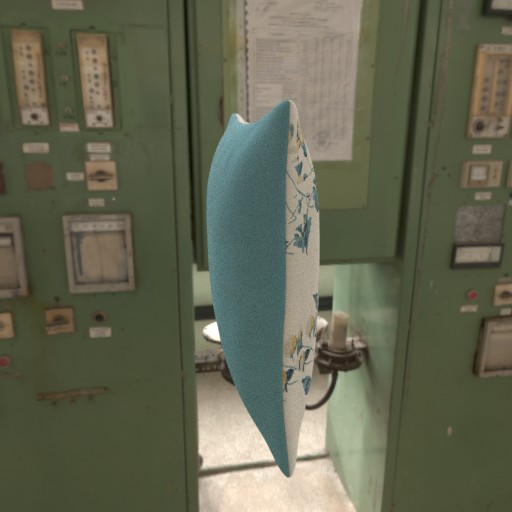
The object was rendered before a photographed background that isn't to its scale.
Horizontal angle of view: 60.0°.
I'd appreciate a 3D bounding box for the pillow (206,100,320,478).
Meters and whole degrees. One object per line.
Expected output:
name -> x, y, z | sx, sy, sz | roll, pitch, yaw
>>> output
pillow -> 0.000, 0.000, 0.802 | 0.166, 0.507, 0.526 | -3, 16, -9
